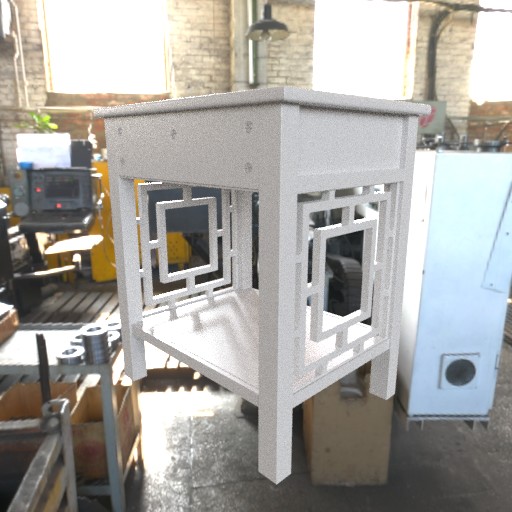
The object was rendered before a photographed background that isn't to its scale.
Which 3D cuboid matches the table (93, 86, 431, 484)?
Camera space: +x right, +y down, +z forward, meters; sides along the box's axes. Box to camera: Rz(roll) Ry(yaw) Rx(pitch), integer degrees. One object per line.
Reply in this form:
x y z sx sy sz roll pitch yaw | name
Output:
0.000 0.000 1.012 0.451 0.646 0.564 -14 20 -43 | table
